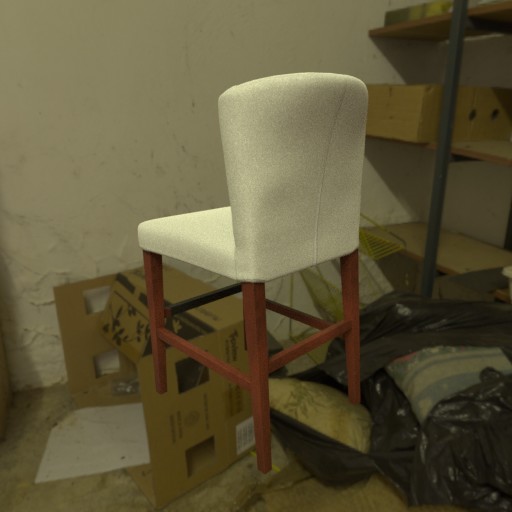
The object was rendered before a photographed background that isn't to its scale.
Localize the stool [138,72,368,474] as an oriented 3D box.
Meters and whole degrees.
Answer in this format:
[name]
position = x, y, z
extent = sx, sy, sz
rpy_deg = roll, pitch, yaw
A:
[stool]
position = 0.000, 0.000, 1.317
extent = 0.479, 0.968, 0.568
rpy_deg = -16, 23, -42
